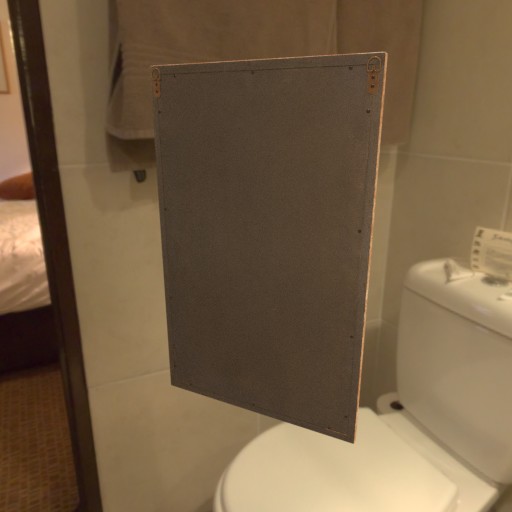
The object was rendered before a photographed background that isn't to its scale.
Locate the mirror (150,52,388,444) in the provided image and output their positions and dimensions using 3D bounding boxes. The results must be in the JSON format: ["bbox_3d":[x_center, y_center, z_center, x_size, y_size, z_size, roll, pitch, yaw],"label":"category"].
[{"bbox_3d":[0.000,0.000,0.969,0.495,0.787,0.058,9,20,25],"label":"mirror"}]
